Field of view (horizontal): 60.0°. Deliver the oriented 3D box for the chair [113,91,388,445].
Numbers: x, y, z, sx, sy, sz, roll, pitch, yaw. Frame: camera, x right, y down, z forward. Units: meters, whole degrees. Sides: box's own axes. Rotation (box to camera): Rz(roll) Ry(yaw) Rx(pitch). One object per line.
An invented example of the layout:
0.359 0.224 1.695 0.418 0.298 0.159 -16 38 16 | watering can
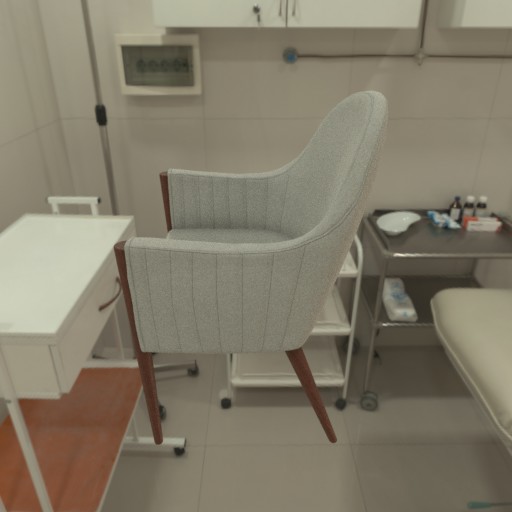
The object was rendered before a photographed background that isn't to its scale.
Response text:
0.000 0.000 1.274 0.620 0.889 0.610 0 27 -1 | chair
